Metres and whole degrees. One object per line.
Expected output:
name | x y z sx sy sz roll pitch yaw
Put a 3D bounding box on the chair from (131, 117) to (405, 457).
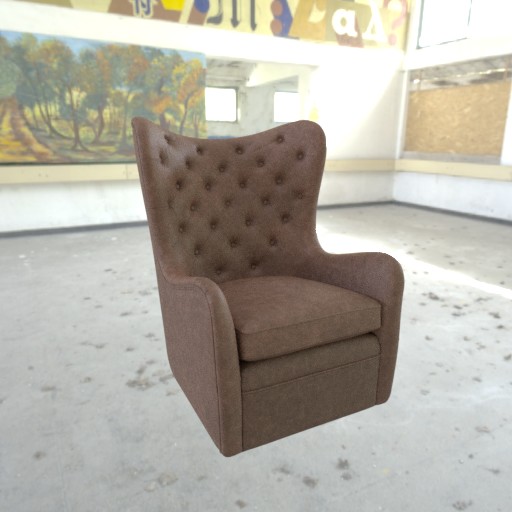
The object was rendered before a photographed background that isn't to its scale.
chair | 0.000 0.000 1.791 0.831 1.079 0.930 -8 17 -26
